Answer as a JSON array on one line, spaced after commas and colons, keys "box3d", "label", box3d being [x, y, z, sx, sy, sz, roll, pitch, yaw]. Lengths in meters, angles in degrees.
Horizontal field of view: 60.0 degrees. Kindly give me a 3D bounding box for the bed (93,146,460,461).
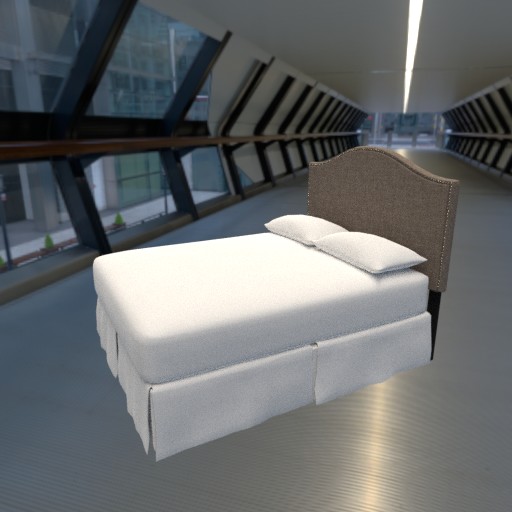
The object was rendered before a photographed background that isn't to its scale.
[{"box3d": [0.000, 0.000, 3.245, 2.153, 1.518, 1.713, -9, 19, -27], "label": "bed"}]
